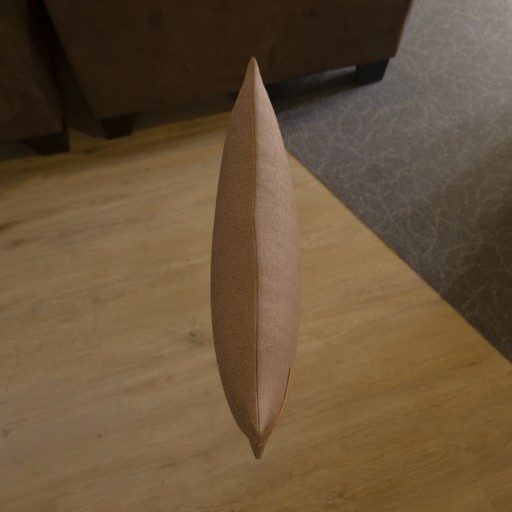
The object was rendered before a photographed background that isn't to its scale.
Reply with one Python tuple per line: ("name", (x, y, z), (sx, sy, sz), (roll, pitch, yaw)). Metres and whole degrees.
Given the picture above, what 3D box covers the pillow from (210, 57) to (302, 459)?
("pillow", (0.000, 0.000, 0.750), (0.148, 0.308, 0.612), (-1, 63, 0))
